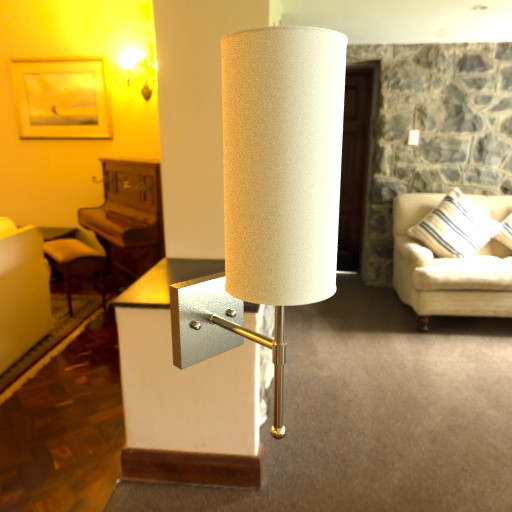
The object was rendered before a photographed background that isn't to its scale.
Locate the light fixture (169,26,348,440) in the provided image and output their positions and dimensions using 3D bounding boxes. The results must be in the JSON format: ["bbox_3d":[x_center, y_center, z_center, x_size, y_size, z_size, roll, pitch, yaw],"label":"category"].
[{"bbox_3d":[0.000,0.000,0.534,0.128,0.462,0.208,-13,19,-43],"label":"light fixture"}]
